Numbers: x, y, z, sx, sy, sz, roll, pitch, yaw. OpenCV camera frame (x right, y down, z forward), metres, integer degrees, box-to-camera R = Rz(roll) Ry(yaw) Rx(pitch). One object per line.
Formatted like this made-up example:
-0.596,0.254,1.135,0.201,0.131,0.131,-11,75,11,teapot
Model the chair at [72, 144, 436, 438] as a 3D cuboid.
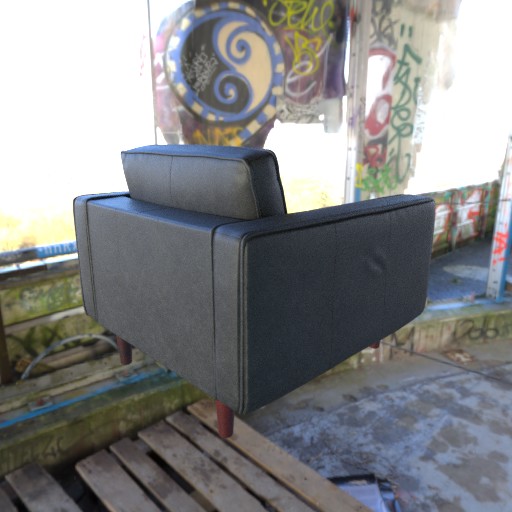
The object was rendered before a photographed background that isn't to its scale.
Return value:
0.000,0.000,1.556,0.914,0.763,0.889,-14,21,-42,chair
